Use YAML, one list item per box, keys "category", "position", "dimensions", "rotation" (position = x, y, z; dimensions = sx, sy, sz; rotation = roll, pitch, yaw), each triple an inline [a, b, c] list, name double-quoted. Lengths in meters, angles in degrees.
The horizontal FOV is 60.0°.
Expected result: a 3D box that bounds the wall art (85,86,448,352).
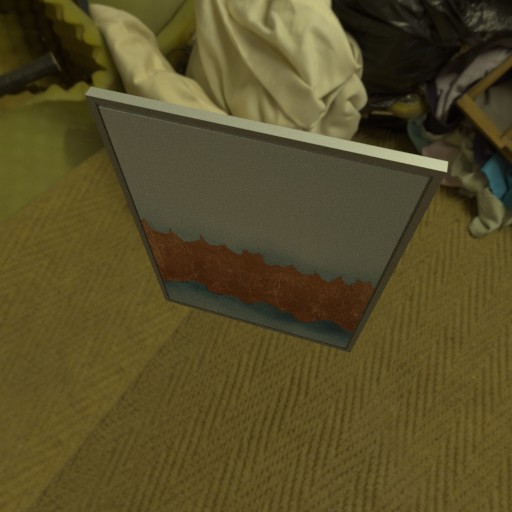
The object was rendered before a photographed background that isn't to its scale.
- category: "wall art"
  position: [0.000, 0.000, 1.378]
  dimensions: [0.789, 1.042, 0.034]
  rotation: [14, 60, 9]
